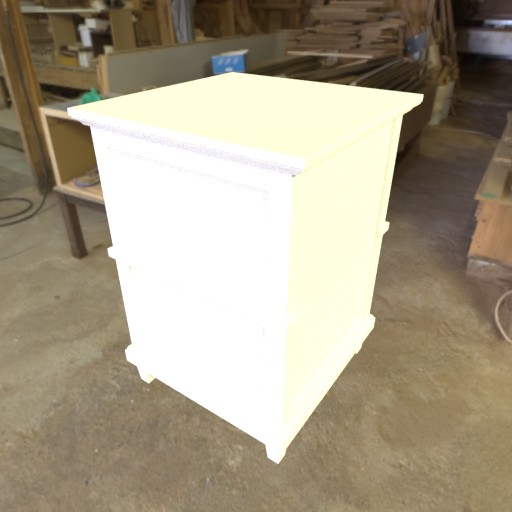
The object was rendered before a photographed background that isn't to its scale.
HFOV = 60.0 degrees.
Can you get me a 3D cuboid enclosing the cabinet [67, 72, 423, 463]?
[{"bbox_3d":[0.000,0.000,1.147,0.547,0.775,0.544,20,36,29],"label":"cabinet"}]
